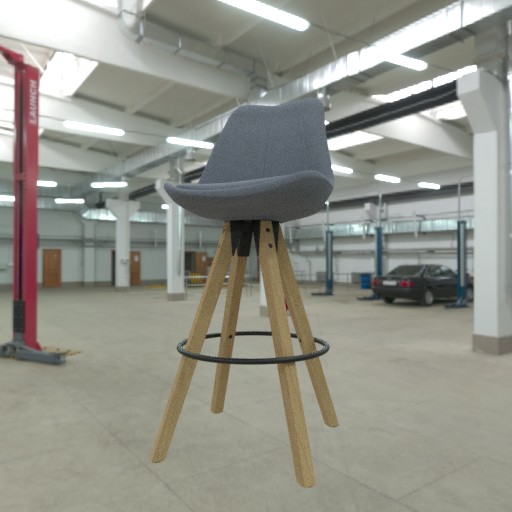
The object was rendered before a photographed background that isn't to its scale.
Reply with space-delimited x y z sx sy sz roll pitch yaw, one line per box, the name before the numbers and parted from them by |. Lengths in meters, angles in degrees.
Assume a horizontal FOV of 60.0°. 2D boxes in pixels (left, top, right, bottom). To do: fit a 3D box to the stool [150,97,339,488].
stool | 0.000 0.000 1.360 0.485 1.115 0.550 0 -1 18
